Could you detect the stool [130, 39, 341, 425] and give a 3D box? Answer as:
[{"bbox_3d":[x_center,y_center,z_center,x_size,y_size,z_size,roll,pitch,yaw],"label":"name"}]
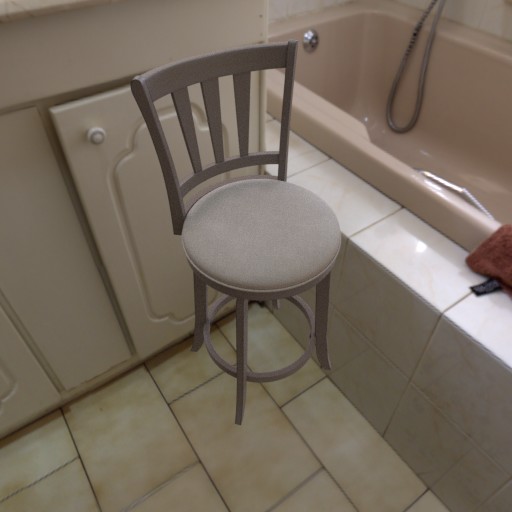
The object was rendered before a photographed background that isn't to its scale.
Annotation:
[{"bbox_3d":[0.000,0.000,1.278,0.436,1.023,0.475,-24,50,-22],"label":"stool"}]
